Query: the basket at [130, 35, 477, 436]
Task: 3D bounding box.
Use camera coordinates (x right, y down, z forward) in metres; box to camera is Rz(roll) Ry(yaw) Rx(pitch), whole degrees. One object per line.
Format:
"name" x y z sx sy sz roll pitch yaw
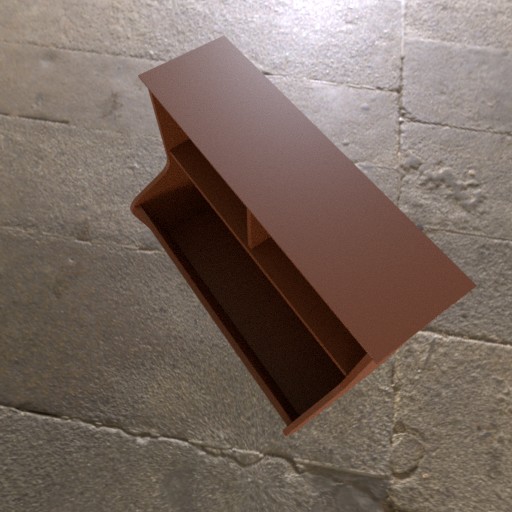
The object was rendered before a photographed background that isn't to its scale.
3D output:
"basket" 0.000 0.000 1.141 0.376 0.625 0.792 -32 68 -15
